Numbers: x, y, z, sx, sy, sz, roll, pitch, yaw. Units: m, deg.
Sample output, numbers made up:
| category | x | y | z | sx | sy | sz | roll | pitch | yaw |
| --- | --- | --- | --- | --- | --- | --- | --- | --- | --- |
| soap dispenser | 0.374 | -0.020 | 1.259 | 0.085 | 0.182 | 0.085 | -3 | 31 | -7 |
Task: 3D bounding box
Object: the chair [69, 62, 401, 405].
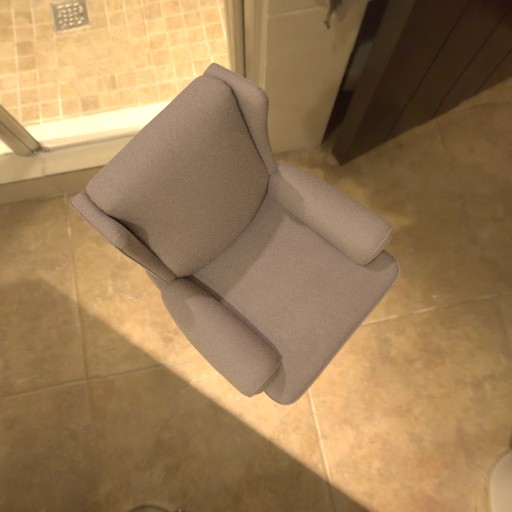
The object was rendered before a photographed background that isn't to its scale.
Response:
| category | x | y | z | sx | sy | sz | roll | pitch | yaw |
| --- | --- | --- | --- | --- | --- | --- | --- | --- | --- |
| chair | 0.000 | 0.000 | 1.750 | 0.969 | 1.011 | 0.847 | 41 | 80 | 9 |
